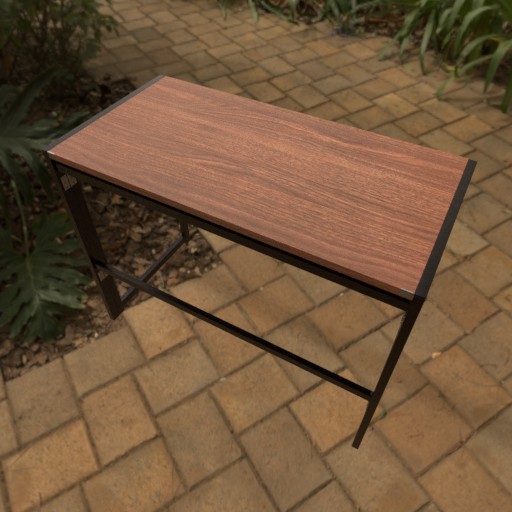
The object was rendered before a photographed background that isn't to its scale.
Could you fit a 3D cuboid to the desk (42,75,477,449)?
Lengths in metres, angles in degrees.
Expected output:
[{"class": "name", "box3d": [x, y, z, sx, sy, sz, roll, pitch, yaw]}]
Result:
[{"class": "desk", "box3d": [0.000, 0.000, 1.424, 1.016, 0.762, 0.508, 22, 50, 20]}]
